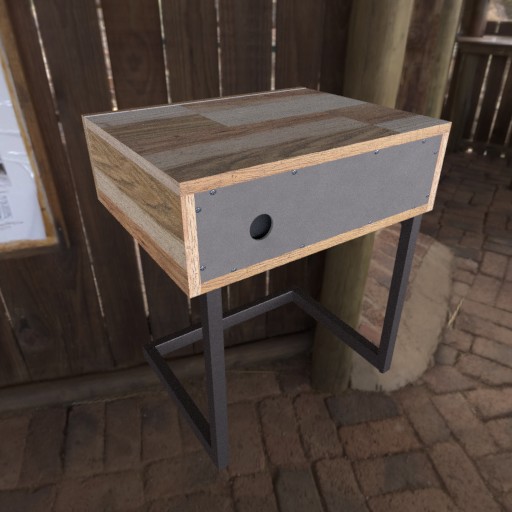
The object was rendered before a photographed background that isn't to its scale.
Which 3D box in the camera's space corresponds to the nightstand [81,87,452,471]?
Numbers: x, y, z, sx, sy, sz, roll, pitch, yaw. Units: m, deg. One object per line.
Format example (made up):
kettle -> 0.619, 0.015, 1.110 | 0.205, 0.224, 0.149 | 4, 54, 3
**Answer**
nightstand -> 0.000, 0.000, 1.023 | 0.558, 0.632, 0.481 | -19, 35, -29
